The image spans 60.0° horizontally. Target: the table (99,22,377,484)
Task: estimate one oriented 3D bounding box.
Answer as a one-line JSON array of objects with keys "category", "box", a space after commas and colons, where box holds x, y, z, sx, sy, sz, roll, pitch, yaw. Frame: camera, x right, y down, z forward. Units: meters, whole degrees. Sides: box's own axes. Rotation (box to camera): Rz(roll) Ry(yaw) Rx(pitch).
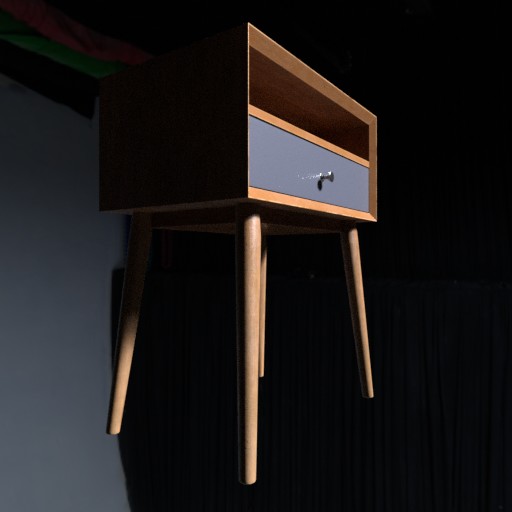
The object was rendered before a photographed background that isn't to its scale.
[{"category": "table", "box": [0.000, 0.000, 0.821, 0.307, 0.580, 0.454, 0, 0, 35]}]
